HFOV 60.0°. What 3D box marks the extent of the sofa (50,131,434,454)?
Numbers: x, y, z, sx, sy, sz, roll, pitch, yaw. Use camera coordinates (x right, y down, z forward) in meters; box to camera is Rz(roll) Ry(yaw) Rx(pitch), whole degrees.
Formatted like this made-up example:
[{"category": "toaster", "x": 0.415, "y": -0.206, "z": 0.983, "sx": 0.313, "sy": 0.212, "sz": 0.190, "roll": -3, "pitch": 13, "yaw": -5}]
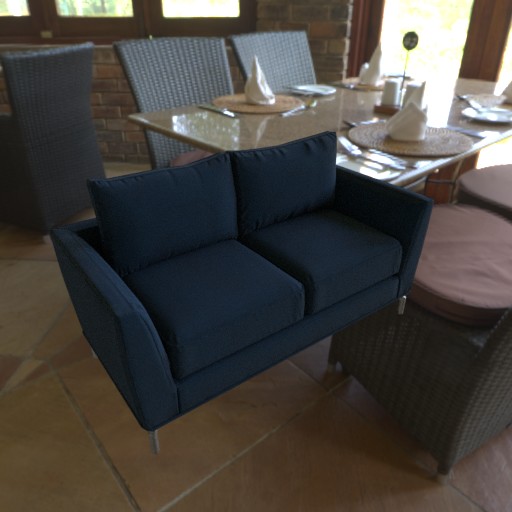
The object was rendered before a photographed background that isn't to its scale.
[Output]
[{"category": "sofa", "x": 0.000, "y": 0.000, "z": 2.326, "sx": 1.770, "sy": 1.002, "sz": 0.853, "roll": -20, "pitch": 35, "yaw": -31}]
